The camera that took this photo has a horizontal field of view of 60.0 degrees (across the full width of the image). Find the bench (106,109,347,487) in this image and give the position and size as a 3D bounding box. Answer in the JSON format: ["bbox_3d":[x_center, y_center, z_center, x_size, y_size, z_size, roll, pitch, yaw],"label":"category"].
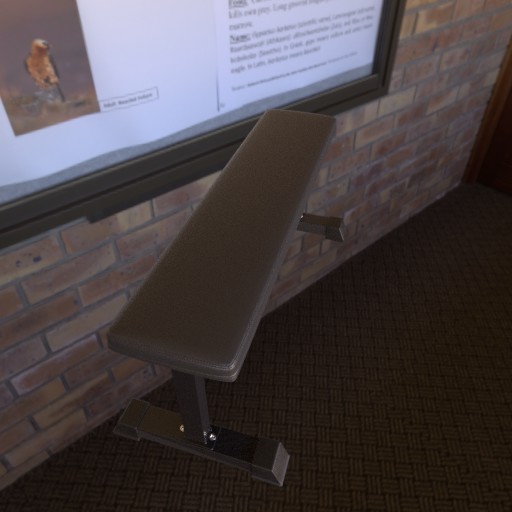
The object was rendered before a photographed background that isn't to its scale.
[{"bbox_3d":[0.000,0.000,1.284,0.439,0.453,1.072,11,42,13],"label":"bench"}]
